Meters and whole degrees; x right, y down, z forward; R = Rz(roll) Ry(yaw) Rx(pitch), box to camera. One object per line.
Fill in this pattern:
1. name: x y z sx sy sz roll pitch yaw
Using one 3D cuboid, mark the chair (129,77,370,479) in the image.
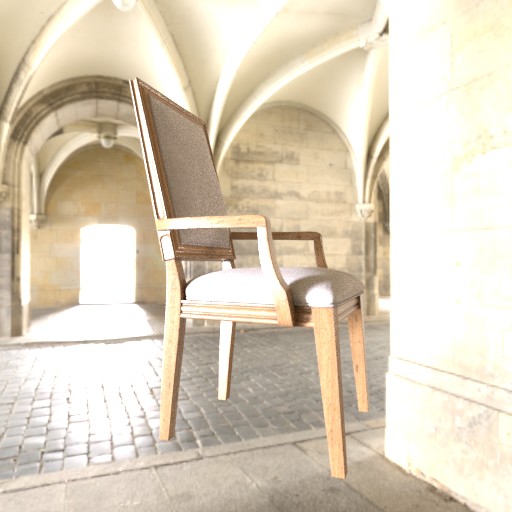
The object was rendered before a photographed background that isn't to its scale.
1. chair: 0.000 0.000 1.318 0.602 0.990 0.606 0 -1 20
